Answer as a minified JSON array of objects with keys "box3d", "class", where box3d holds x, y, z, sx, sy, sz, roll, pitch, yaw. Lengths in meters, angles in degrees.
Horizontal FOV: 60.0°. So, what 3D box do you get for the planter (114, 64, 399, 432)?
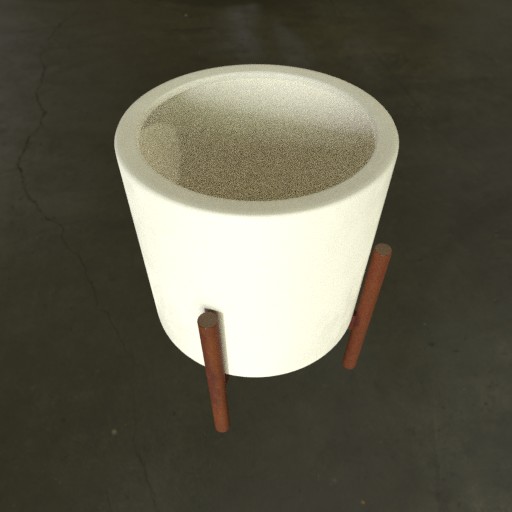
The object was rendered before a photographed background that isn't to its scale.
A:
[{"box3d":[0.000,0.000,0.876,0.421,0.581,0.420,-18,49,-16],"class":"planter"}]
